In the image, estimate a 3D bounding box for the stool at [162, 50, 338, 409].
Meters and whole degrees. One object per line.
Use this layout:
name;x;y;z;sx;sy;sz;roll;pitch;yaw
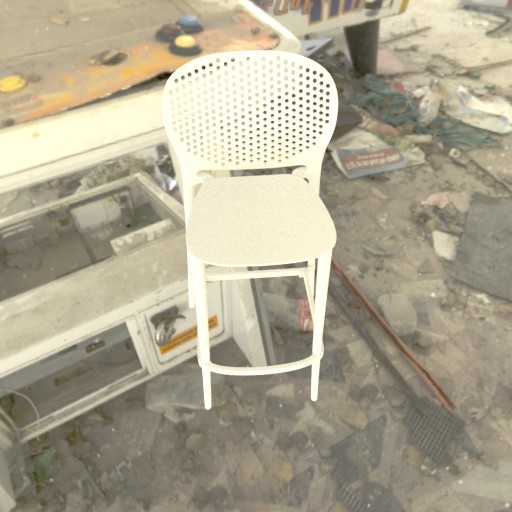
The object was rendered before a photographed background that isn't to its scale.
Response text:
stool;0.000;0.000;1.383;0.536;1.045;0.535;-3;47;-3
